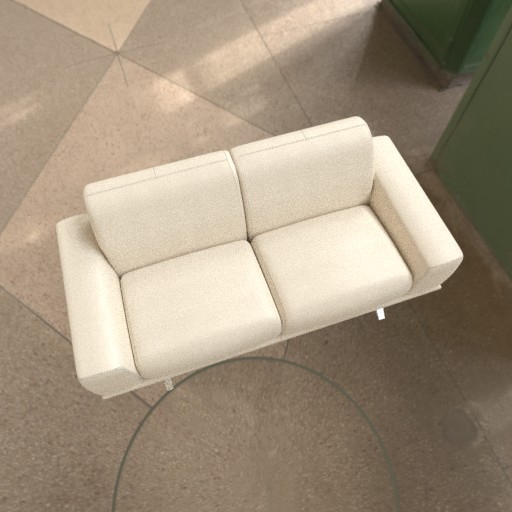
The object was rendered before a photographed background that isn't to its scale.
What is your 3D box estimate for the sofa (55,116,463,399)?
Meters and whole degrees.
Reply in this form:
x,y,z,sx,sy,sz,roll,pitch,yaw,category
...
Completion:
x,y,z,sx,sy,sz,roll,pitch,yaw,category
0.000,0.000,2.348,1.901,0.772,0.900,-16,63,-9,sofa
